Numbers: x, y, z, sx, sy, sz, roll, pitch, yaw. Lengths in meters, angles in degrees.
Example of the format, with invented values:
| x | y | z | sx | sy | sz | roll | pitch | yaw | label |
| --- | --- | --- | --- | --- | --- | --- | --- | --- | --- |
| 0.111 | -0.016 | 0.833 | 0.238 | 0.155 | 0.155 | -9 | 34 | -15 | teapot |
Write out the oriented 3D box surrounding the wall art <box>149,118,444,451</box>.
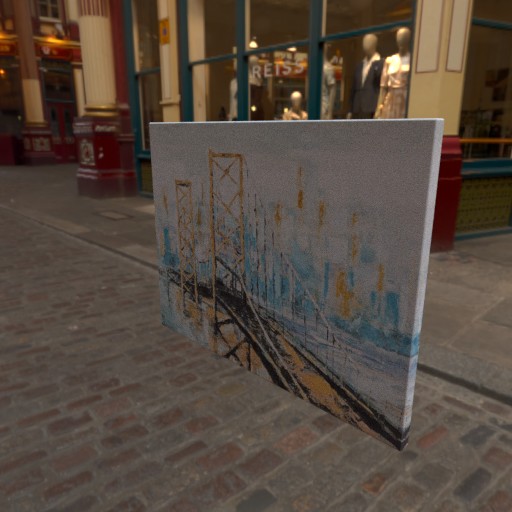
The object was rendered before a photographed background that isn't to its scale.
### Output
| x | y | z | sx | sy | sz | roll | pitch | yaw | label |
| --- | --- | --- | --- | --- | --- | --- | --- | --- | --- |
| 0.000 | 0.000 | 1.310 | 1.016 | 0.762 | 0.038 | 15 | 22 | 43 | wall art |
